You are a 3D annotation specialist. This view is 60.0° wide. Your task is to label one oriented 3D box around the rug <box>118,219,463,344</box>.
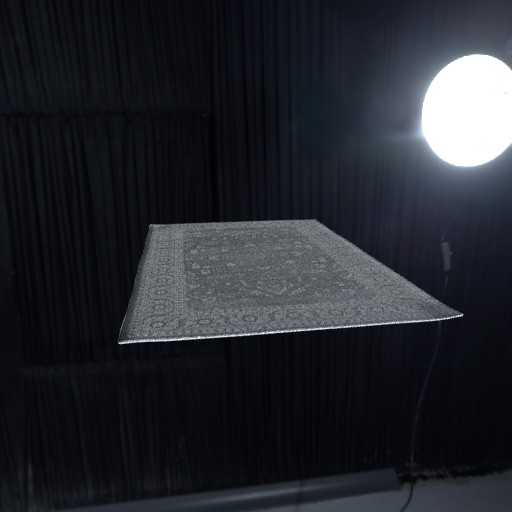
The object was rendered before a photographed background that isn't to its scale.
[{"bbox_3d":[0.000,0.000,2.363,1.209,0.019,1.828,-3,16,-9],"label":"rug"}]
